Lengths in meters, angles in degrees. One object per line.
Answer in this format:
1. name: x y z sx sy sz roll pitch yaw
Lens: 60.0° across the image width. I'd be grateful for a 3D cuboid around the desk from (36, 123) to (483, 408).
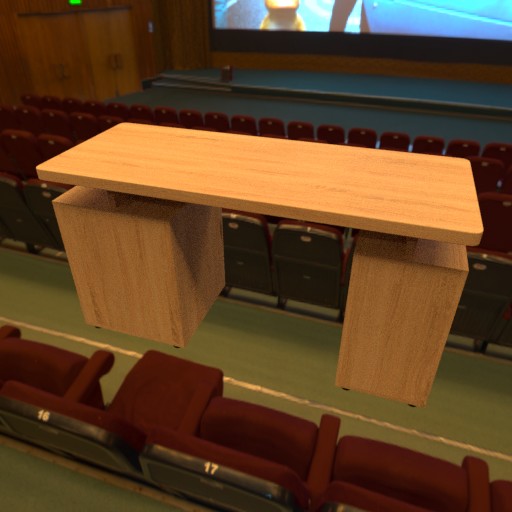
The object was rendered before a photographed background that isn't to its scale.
1. desk: 0.000 0.000 1.731 1.400 0.760 0.550 10 35 15
